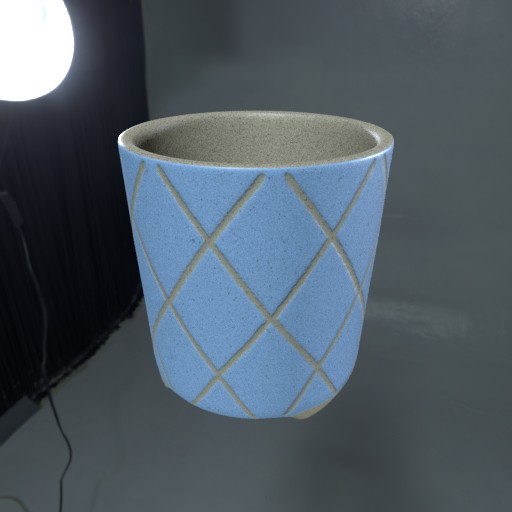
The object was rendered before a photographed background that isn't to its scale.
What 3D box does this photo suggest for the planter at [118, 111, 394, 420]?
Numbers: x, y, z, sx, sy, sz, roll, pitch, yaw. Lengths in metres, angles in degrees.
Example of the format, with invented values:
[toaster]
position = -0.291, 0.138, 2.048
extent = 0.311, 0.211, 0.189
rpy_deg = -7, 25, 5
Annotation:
[planter]
position = 0.000, 0.000, 0.361
extent = 0.191, 0.200, 0.191
rpy_deg = 0, 27, 0
